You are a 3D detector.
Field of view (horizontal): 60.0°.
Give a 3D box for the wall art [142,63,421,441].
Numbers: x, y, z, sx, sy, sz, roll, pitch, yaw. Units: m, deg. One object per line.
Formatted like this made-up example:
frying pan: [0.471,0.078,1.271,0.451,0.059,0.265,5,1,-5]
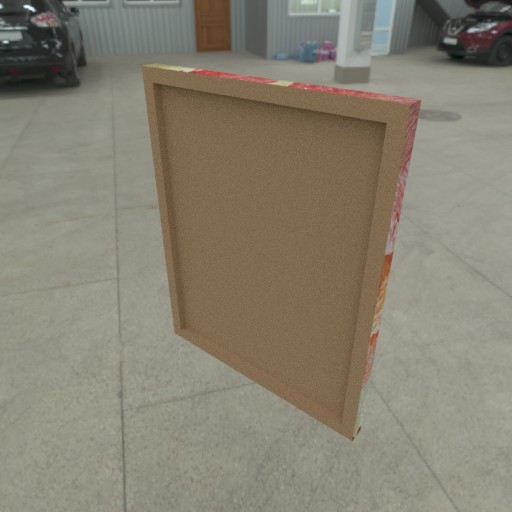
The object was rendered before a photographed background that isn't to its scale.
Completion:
wall art: [0.000,0.000,0.677,0.406,0.508,0.028,22,38,32]
